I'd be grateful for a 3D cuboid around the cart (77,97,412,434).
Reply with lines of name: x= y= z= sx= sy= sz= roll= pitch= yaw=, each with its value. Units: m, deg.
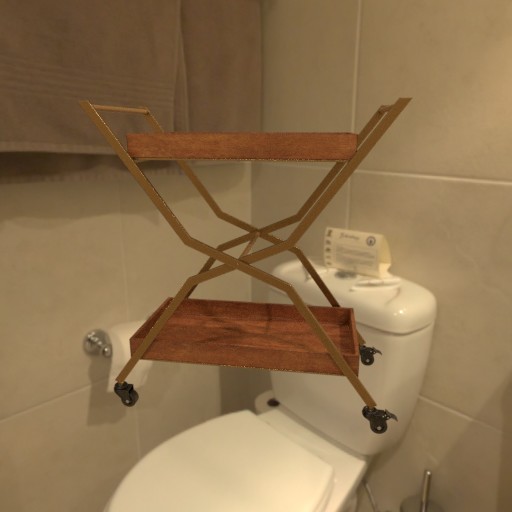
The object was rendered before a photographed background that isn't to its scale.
cart: x=0.000 y=0.000 z=1.331 sx=0.836 sy=0.869 sz=0.405 roll=3 pitch=16 yaw=9
